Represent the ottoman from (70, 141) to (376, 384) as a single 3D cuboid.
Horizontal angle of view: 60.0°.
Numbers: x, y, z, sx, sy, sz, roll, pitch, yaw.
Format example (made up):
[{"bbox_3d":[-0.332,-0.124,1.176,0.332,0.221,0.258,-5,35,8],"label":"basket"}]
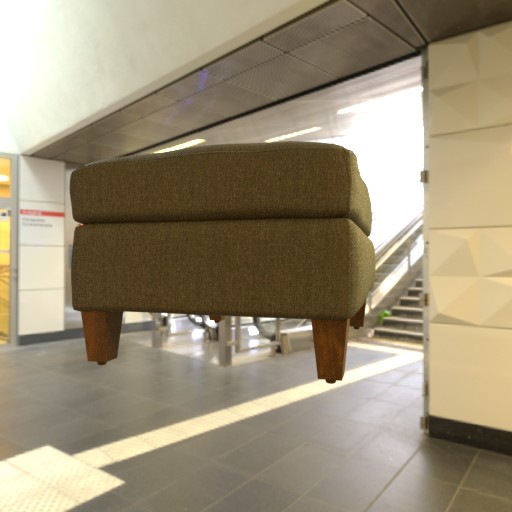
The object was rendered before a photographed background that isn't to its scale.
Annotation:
[{"bbox_3d":[0.000,0.000,1.262,0.639,0.496,0.826,0,-1,17],"label":"ottoman"}]
